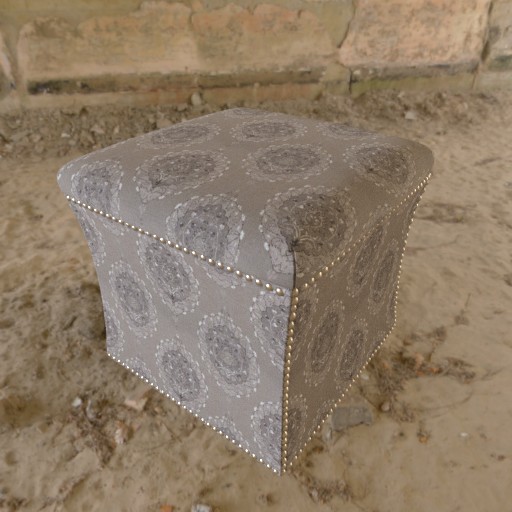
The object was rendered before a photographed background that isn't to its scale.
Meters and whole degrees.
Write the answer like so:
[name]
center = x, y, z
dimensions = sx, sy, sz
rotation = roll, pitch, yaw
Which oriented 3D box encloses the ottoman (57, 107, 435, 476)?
[ottoman]
center = 0.000, 0.000, 0.886
dimensions = 0.497, 0.473, 0.507
rotation = 22, 38, 31
